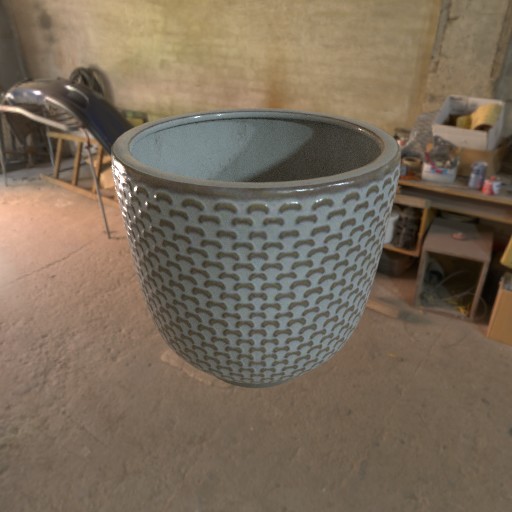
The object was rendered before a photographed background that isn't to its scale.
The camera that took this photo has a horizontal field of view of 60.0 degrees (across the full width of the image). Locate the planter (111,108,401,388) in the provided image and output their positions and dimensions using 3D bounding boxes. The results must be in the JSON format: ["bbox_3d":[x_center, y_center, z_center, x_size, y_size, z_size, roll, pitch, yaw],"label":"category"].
[{"bbox_3d":[0.000,0.000,0.355,0.197,0.191,0.197,0,30,0],"label":"planter"}]
